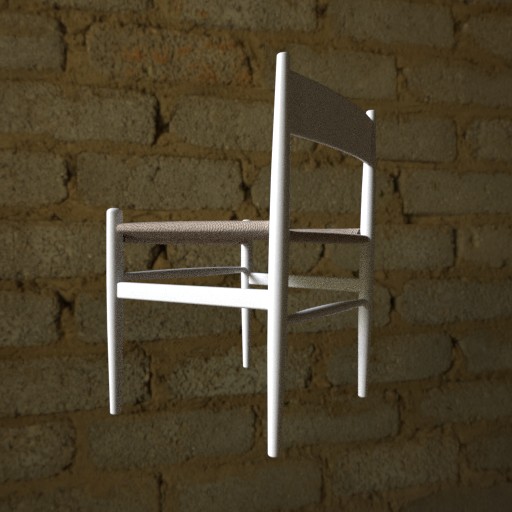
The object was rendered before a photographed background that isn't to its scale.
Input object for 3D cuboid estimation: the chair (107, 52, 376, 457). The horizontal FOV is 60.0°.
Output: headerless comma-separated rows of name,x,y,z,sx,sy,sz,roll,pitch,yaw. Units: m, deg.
chair,0.000,0.000,1.134,0.495,0.762,0.556,1,1,36
